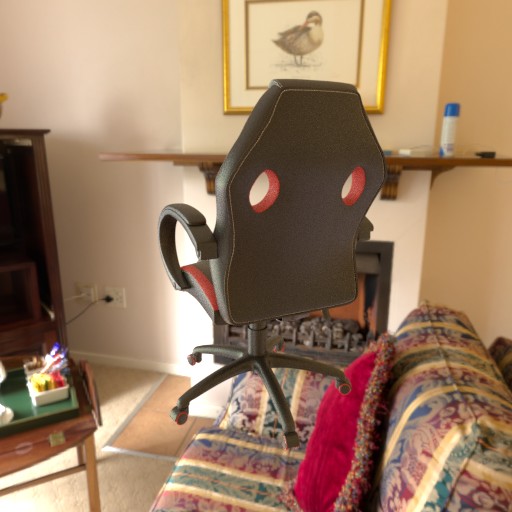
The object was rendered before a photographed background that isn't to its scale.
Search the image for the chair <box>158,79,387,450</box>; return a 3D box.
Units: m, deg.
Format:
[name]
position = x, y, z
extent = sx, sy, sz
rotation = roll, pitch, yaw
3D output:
[chair]
position = 0.000, 0.000, 1.700
extent = 0.750, 1.189, 0.783
rotation = -7, 16, -25
